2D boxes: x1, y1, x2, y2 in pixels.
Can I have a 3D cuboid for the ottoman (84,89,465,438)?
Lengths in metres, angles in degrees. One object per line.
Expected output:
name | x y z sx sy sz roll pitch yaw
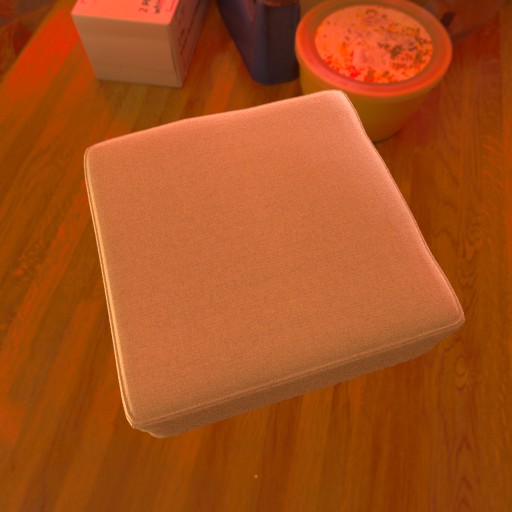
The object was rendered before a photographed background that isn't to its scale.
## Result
ottoman | 0.000 0.000 1.352 0.838 0.503 0.838 -15 65 -8
